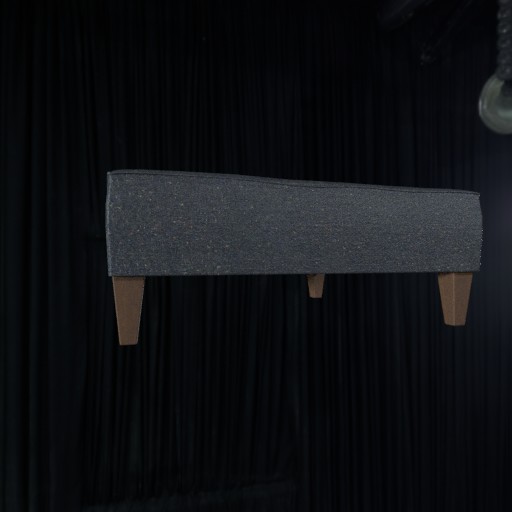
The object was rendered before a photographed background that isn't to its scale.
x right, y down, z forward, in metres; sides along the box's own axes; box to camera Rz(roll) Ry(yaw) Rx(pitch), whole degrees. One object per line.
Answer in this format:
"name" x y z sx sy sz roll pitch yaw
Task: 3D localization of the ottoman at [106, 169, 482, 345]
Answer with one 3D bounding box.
"ottoman" 0.000 0.000 1.519 0.968 0.382 1.004 0 0 -18
